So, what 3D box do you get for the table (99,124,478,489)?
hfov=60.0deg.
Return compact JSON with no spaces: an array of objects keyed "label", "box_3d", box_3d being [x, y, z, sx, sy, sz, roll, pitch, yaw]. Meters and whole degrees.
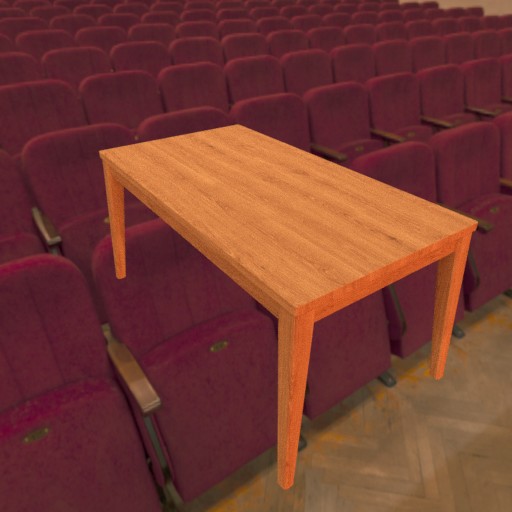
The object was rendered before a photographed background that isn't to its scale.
[{"label":"table","box_3d":[0.000,0.000,2.090,0.900,0.760,1.600,-21,37,-30]}]
